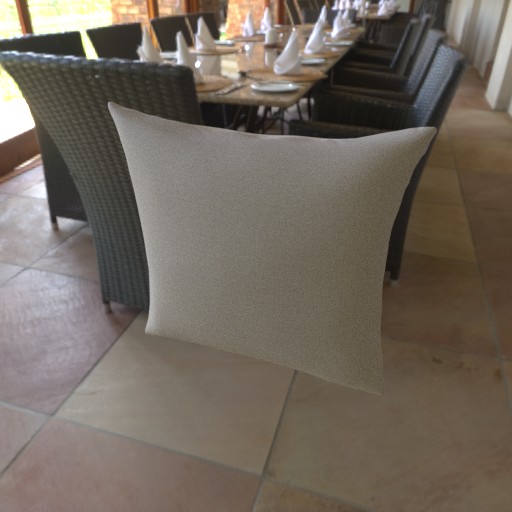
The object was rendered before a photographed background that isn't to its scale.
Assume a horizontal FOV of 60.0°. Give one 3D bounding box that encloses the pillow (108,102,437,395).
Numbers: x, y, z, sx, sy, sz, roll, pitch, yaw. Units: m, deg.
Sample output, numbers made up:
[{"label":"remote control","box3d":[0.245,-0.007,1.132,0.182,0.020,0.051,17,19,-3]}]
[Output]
[{"label":"pillow","box3d":[0.000,0.000,0.779,0.512,0.497,0.204,11,33,17]}]
